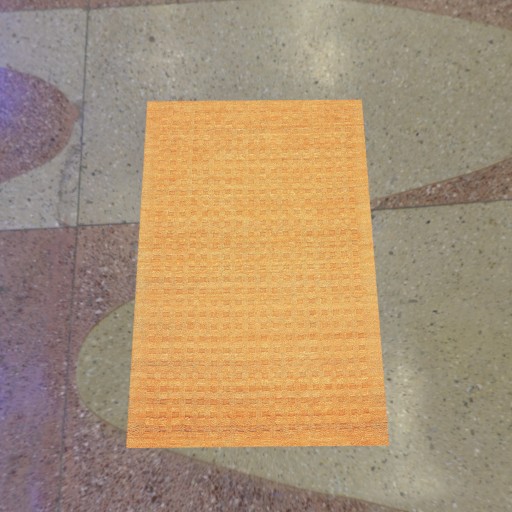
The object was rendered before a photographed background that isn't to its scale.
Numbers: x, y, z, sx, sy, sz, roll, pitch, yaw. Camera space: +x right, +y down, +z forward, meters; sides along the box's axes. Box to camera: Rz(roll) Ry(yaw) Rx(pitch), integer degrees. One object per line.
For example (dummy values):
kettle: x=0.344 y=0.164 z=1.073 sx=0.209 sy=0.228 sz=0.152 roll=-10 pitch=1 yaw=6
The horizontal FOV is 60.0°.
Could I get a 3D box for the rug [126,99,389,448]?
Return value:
rug: x=0.000 y=0.000 z=2.862 sx=1.524 sy=0.006 sz=2.285 roll=0 pitch=75 yaw=0
